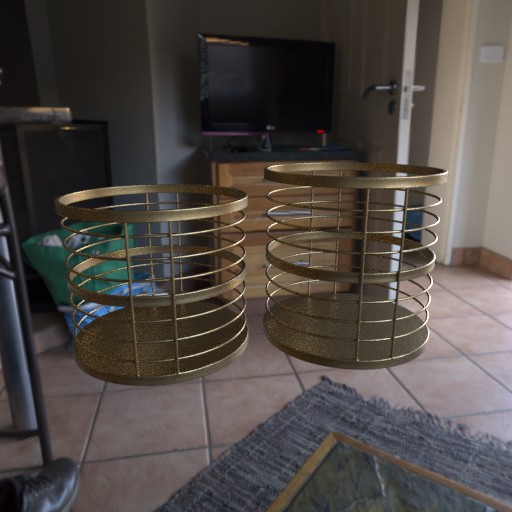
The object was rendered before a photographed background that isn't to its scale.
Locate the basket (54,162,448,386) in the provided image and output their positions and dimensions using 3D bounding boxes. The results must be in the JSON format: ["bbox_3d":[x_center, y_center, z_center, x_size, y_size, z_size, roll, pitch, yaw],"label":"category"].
[{"bbox_3d":[0.000,0.000,0.912,0.746,0.351,0.356,-2,16,-8],"label":"basket"}]
